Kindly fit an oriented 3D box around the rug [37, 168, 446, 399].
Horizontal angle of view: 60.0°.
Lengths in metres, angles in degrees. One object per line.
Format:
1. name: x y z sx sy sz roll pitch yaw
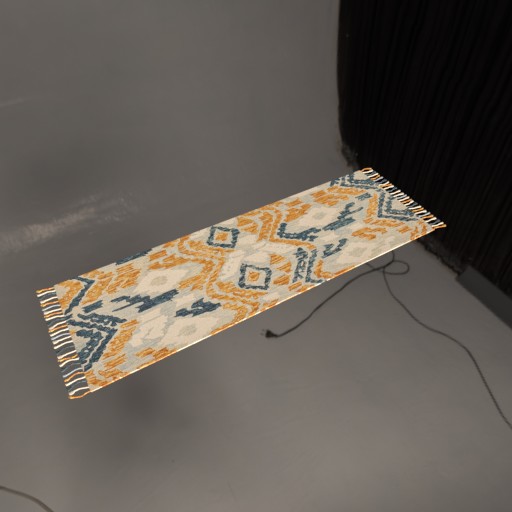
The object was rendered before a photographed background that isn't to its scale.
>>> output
1. rug: 0.000 0.000 2.707 2.437 0.010 0.783 -23 50 -21
